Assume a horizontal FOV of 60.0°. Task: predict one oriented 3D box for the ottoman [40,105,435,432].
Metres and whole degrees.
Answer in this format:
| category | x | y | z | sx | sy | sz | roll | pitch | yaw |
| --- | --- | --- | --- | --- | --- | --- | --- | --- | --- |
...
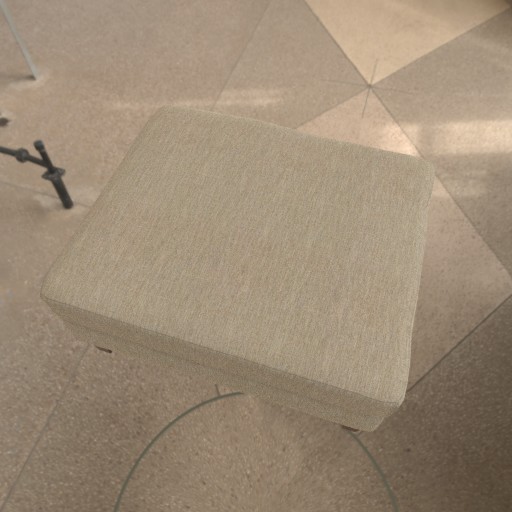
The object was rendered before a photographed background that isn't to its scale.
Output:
| category | x | y | z | sx | sy | sz | roll | pitch | yaw |
| --- | --- | --- | --- | --- | --- | --- | --- | --- | --- |
| ottoman | 0.000 | 0.000 | 1.455 | 0.976 | 0.492 | 0.836 | 15 | 59 | 9 |
